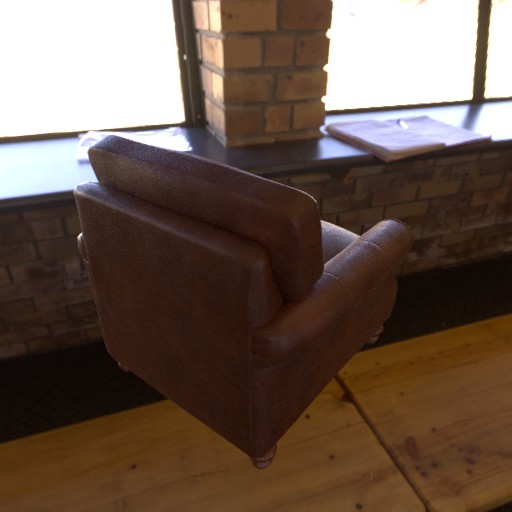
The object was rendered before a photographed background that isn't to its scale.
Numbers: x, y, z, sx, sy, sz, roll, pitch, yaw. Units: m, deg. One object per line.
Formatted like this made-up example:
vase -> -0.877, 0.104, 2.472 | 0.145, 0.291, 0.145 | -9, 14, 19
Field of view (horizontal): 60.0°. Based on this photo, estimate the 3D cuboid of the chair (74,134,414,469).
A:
chair -> 0.000, 0.000, 1.723 | 0.989, 0.972, 0.992 | 22, 36, 33
